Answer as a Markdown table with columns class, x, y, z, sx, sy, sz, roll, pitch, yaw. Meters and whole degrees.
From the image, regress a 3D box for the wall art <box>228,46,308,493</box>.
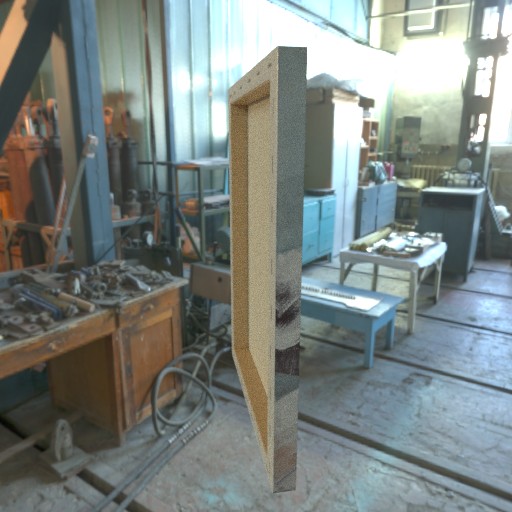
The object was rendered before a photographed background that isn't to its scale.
| class | x | y | z | sx | sy | sz | roll | pitch | yaw |
| --- | --- | --- | --- | --- | --- | --- | --- | --- | --- |
| wall art | 0.000 | 0.000 | 0.798 | 0.037 | 0.613 | 0.455 | -3 | 15 | -10 |
